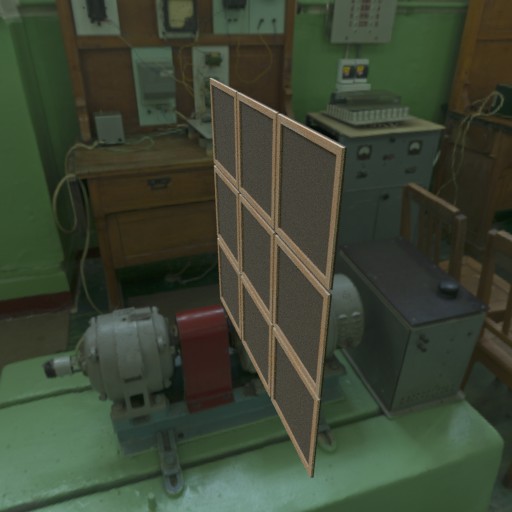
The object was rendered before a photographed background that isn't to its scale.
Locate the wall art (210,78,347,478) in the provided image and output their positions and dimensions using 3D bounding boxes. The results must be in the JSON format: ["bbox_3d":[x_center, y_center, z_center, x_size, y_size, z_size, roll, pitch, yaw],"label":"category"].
[{"bbox_3d":[0.000,0.000,1.820,0.013,1.218,1.216,-10,31,-17],"label":"wall art"}]
